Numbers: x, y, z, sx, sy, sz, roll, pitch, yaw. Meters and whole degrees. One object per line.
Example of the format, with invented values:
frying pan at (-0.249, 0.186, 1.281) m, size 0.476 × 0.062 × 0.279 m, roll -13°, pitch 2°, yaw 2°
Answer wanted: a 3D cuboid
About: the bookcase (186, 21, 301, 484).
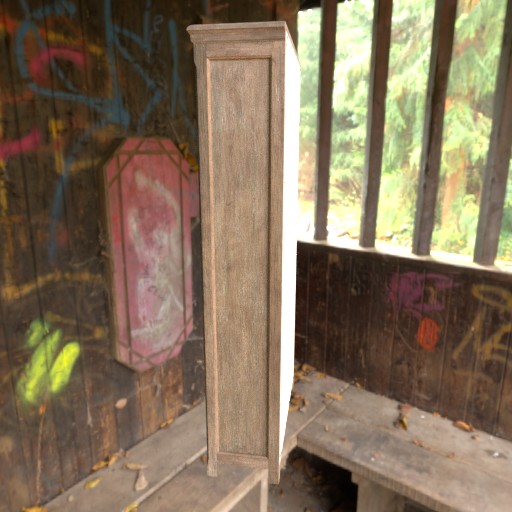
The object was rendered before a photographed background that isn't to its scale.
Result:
bookcase at (0.000, 0.000, 2.182) m, size 0.348 × 1.880 × 0.906 m, roll 2°, pitch 15°, yaw 9°
